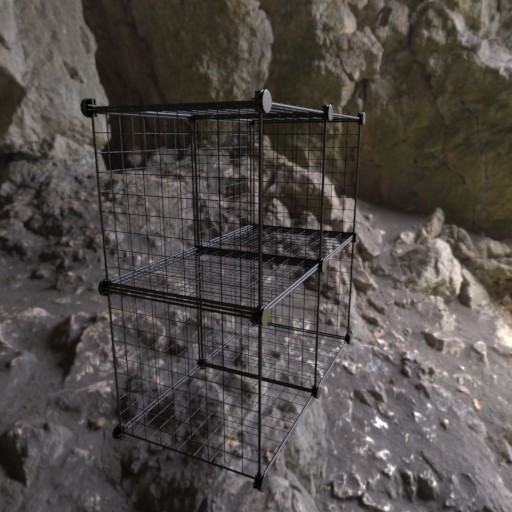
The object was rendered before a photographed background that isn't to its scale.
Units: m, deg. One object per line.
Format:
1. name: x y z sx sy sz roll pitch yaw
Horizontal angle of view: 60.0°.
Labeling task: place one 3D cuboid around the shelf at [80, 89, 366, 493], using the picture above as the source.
1. shelf: 0.000 0.000 1.113 0.356 0.711 0.711 7 16 24
